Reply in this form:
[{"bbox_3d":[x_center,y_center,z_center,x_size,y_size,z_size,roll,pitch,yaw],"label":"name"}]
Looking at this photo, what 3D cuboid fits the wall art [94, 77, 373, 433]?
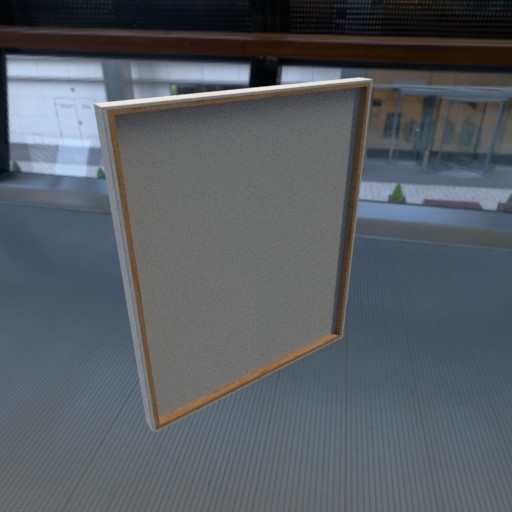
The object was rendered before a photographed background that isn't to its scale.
[{"bbox_3d":[0.000,0.000,0.853,0.508,0.606,0.037,-18,33,-30],"label":"wall art"}]
